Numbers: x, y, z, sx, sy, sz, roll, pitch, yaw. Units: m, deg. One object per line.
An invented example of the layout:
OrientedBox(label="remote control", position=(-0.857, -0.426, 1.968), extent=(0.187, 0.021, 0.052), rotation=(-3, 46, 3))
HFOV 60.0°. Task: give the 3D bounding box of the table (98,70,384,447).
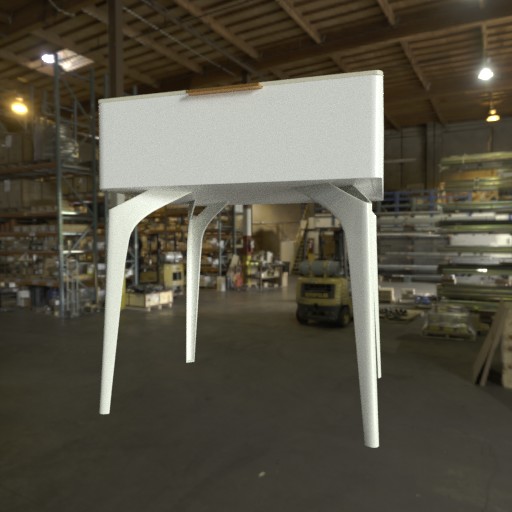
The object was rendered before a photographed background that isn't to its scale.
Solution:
OrientedBox(label="table", position=(0.000, 0.000, 0.912), extent=(0.500, 0.570, 0.400), rotation=(0, 1, 16))
